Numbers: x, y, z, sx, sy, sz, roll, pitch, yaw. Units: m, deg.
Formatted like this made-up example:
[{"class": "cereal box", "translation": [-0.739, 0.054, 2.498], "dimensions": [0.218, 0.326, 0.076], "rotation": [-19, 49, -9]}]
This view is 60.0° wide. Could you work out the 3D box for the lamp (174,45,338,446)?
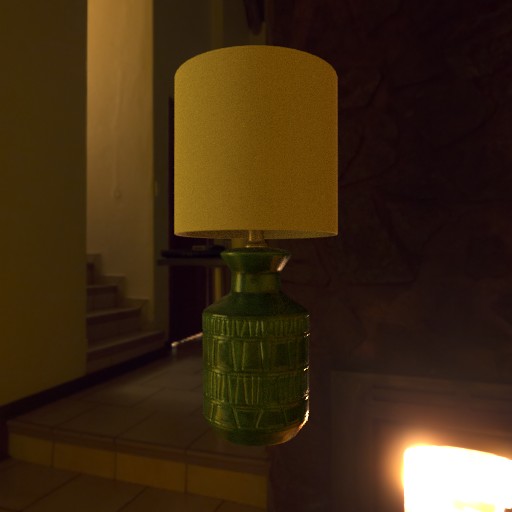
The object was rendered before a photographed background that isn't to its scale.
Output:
[{"class": "lamp", "translation": [0.000, 0.000, 0.583], "dimensions": [0.211, 0.455, 0.211], "rotation": [0, 0, 0]}]
